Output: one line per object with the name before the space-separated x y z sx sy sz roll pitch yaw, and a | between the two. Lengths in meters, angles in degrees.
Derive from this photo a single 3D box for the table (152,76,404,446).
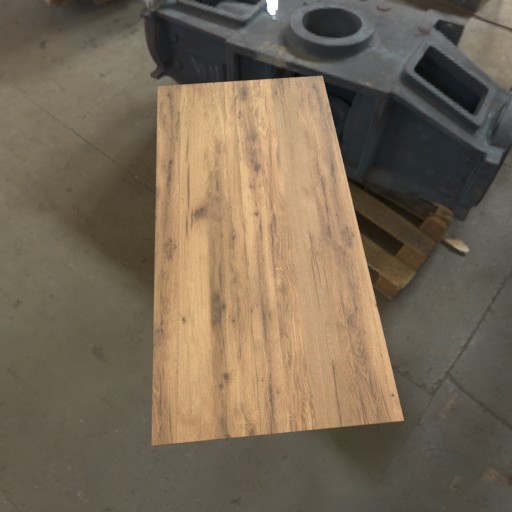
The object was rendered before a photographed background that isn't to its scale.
table | 0.000 0.000 2.552 1.000 0.770 2.000 -5 62 -2
